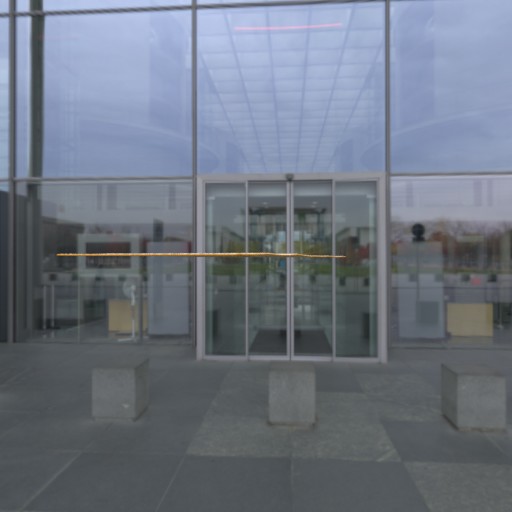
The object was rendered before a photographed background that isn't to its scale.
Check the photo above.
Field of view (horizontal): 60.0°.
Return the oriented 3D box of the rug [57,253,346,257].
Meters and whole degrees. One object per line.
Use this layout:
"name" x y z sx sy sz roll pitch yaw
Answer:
"rug" 0.000 0.000 2.543 0.704 0.014 2.294 0 0 19
